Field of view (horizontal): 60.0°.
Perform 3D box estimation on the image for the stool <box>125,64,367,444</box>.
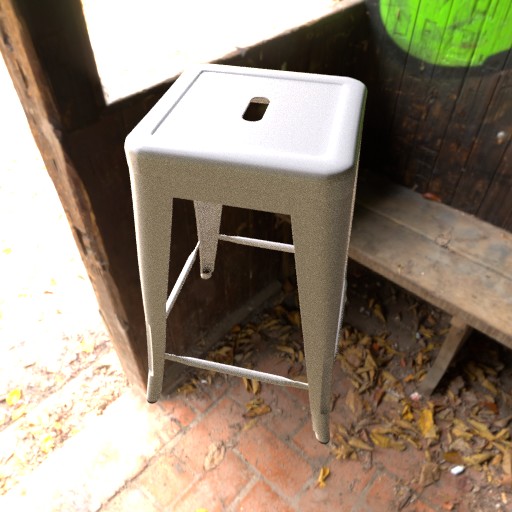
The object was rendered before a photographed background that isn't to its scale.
[{"bbox_3d":[0.000,0.000,0.868,0.406,0.610,0.406,10,45,10],"label":"stool"}]
